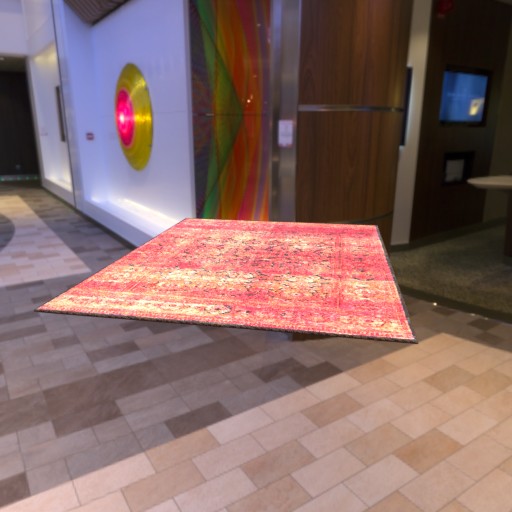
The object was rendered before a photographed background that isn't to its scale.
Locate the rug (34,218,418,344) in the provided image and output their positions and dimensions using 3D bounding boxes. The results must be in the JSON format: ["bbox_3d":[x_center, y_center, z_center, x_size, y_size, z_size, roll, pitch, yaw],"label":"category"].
[{"bbox_3d":[0.000,0.000,4.108,2.411,0.020,3.032,3,17,10],"label":"rug"}]
